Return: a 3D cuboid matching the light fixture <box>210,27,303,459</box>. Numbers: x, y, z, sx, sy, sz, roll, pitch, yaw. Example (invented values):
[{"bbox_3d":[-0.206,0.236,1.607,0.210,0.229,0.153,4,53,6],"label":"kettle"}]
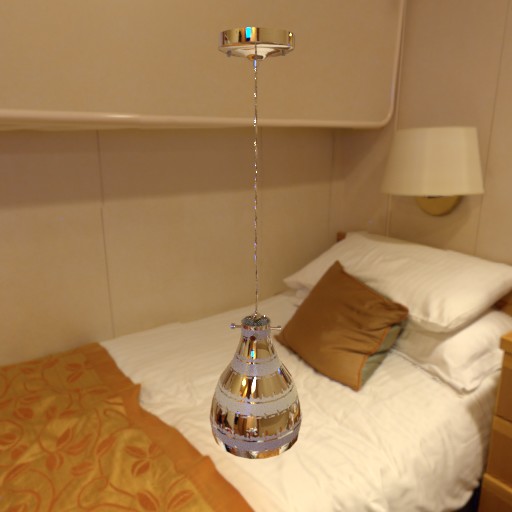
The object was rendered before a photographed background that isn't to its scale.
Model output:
[{"bbox_3d":[0.000,0.000,1.612,0.374,1.457,0.374,2,15,7],"label":"light fixture"}]
